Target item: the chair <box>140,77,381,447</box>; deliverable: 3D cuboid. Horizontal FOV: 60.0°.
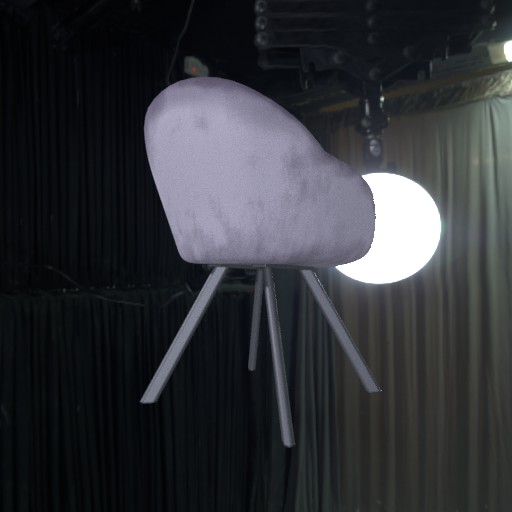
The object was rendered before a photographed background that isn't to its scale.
[{"bbox_3d":[0.000,0.000,1.225,0.550,0.795,0.590,0,-1,37],"label":"chair"}]
